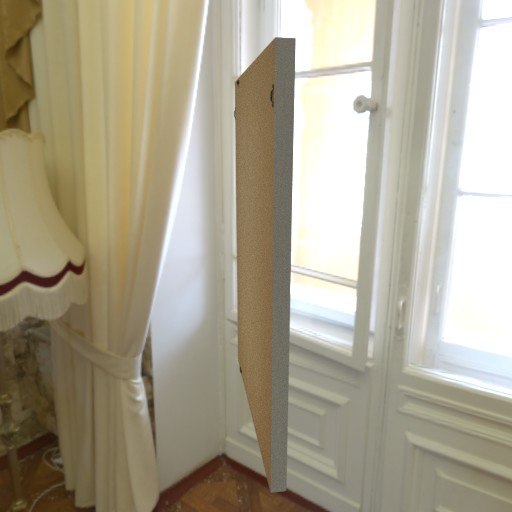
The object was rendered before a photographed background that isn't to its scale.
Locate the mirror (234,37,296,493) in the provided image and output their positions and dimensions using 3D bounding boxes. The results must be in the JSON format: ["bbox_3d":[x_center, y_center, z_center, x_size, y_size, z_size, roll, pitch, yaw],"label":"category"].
[{"bbox_3d":[0.000,0.000,1.148,0.040,0.915,0.609,-2,15,-9],"label":"mirror"}]
